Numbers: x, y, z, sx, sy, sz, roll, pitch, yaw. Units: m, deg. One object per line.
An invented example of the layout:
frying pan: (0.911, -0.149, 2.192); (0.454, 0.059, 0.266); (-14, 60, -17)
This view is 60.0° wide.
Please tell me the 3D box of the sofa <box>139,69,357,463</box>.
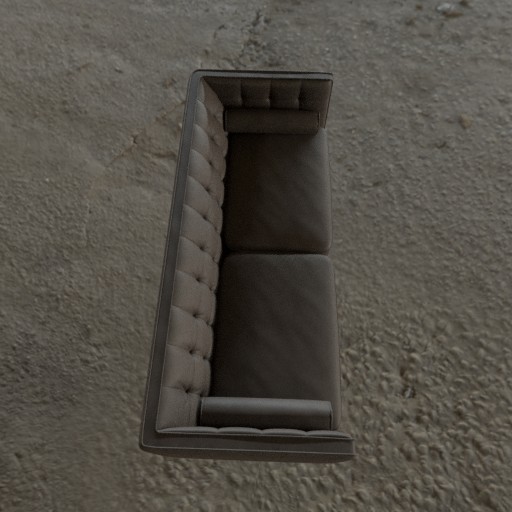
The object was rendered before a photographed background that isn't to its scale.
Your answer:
sofa: (0.000, 0.000, 2.481); (0.867, 0.789, 2.087); (2, 64, 1)
